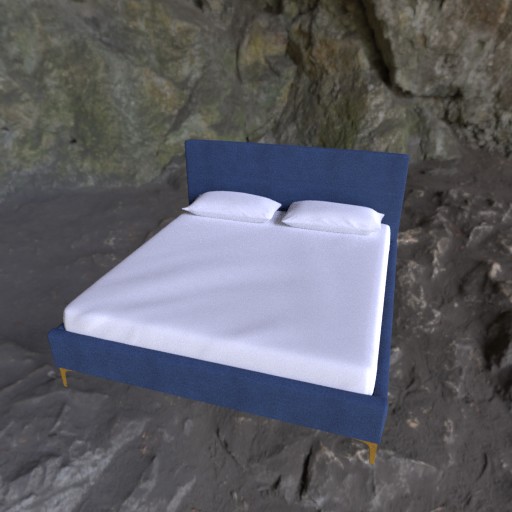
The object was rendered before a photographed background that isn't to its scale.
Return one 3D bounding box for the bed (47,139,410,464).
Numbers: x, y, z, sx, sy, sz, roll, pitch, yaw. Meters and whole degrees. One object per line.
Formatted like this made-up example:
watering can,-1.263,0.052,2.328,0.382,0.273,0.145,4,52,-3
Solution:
bed,0.000,0.000,3.394,2.096,1.231,2.232,8,28,15
